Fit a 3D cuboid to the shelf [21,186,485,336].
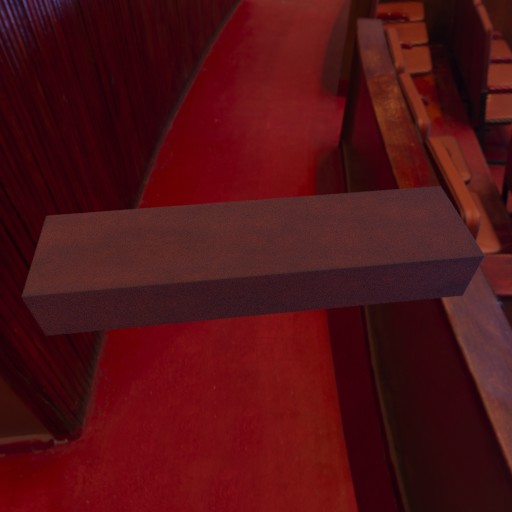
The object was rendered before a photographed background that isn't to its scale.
[{"bbox_3d":[0.000,0.000,0.659,0.607,0.088,0.152,-5,47,-5],"label":"shelf"}]
